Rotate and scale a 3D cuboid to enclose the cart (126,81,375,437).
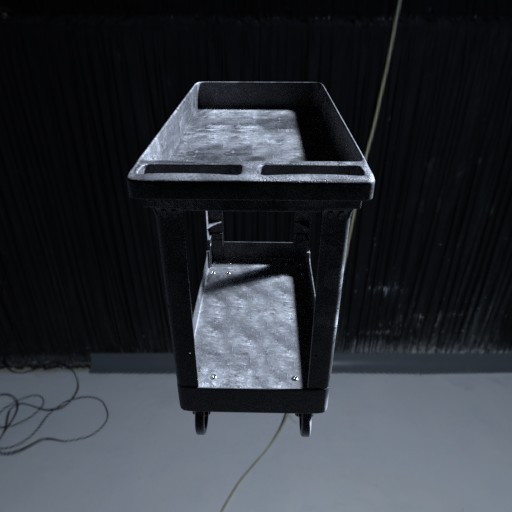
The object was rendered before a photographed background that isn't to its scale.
[{"bbox_3d":[0.000,0.000,1.314,0.420,0.824,0.877,1,31,1],"label":"cart"}]
